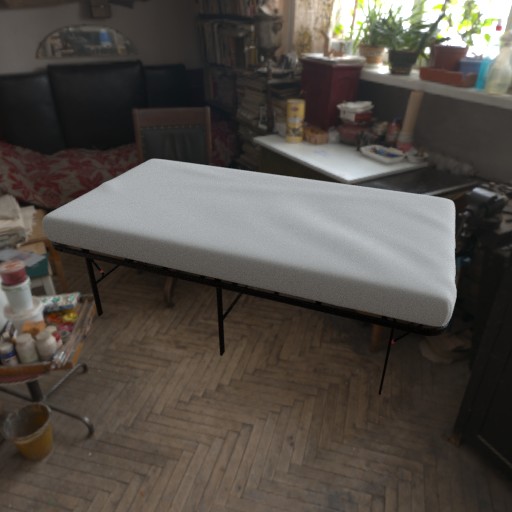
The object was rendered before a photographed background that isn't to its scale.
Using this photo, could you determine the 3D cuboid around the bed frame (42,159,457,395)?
[{"bbox_3d":[0.000,0.000,2.379,1.903,0.619,0.989,11,32,18],"label":"bed frame"}]
